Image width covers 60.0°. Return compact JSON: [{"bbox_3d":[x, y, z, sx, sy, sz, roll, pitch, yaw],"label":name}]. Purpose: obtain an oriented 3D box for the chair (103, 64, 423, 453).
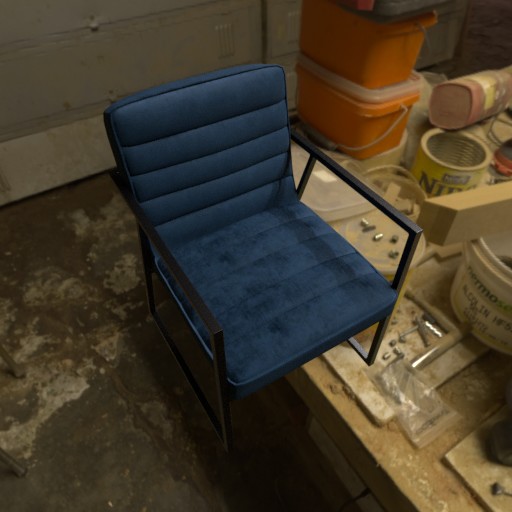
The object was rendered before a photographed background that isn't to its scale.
[{"bbox_3d":[0.000,0.000,1.289,0.571,0.833,0.677,-24,51,-21],"label":"chair"}]
